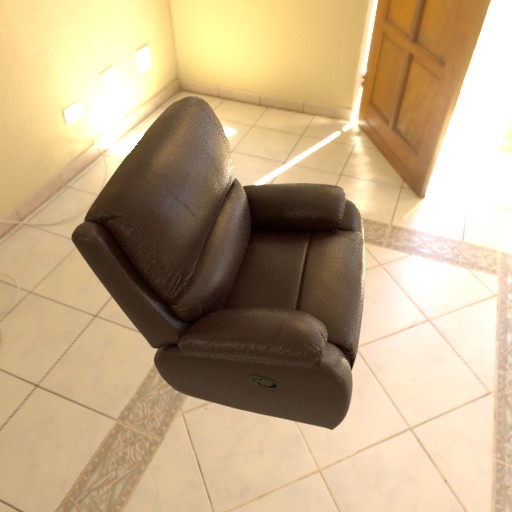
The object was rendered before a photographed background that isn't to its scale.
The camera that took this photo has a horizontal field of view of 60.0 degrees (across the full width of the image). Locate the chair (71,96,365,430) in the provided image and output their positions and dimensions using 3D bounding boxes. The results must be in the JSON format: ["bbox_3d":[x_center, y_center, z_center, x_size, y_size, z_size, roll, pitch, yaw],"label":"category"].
[{"bbox_3d":[0.000,0.000,1.761,0.899,1.011,0.930,9,46,9],"label":"chair"}]
